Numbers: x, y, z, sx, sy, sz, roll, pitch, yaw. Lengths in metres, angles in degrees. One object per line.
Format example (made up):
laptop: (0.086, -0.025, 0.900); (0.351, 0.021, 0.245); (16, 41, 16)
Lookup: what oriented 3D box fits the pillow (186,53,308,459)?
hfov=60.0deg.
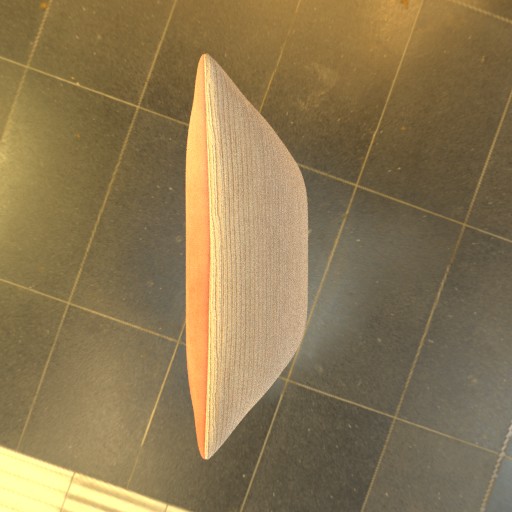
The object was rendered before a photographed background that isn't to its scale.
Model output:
pillow: (0.000, 0.000, 0.659); (0.177, 0.401, 0.424); (0, 91, -1)
